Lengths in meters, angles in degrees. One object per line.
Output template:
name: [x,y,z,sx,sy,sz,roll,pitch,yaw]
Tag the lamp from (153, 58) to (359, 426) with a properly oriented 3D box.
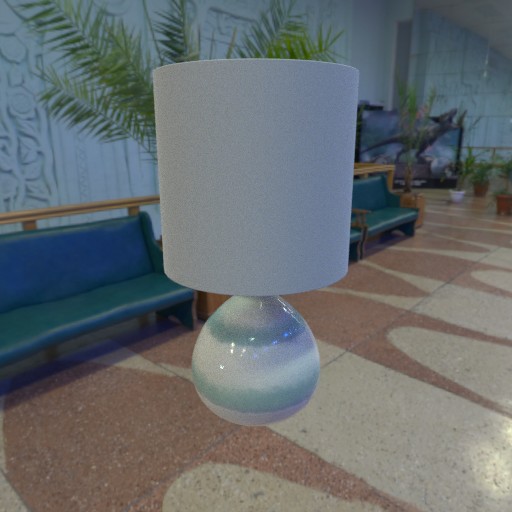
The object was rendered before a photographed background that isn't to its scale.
lamp: [0.000,0.000,0.530,0.217,0.404,0.217,15,21,42]
